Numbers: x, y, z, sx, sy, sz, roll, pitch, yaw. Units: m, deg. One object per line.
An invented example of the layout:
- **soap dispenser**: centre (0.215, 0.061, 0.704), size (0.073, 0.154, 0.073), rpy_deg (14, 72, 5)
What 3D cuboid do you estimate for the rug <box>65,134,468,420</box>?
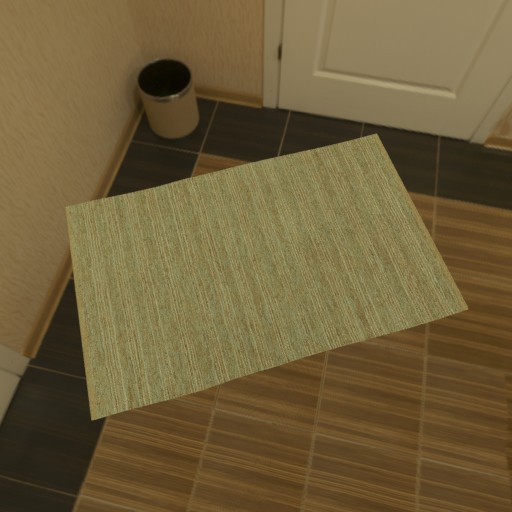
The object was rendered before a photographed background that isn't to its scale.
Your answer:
- **rug**: centre (0.000, 0.000, 3.058), size (2.448, 0.012, 1.540), rpy_deg (-15, 65, -7)
